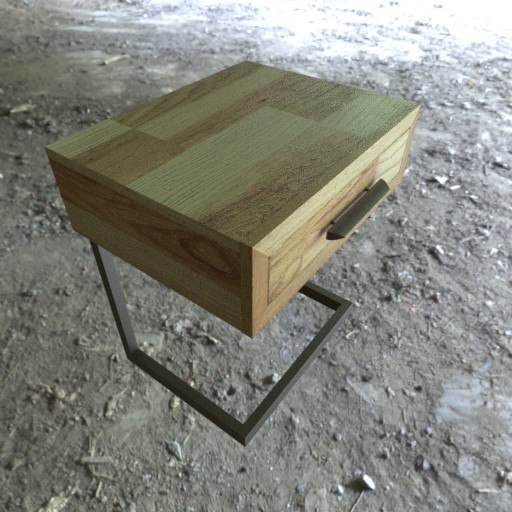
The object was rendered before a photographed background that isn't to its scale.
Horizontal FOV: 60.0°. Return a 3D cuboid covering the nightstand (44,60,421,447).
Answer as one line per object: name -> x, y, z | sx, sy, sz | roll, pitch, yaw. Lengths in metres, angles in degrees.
nightstand -> 0.000, 0.000, 1.016 | 0.481, 0.632, 0.558 | 26, 48, 27
